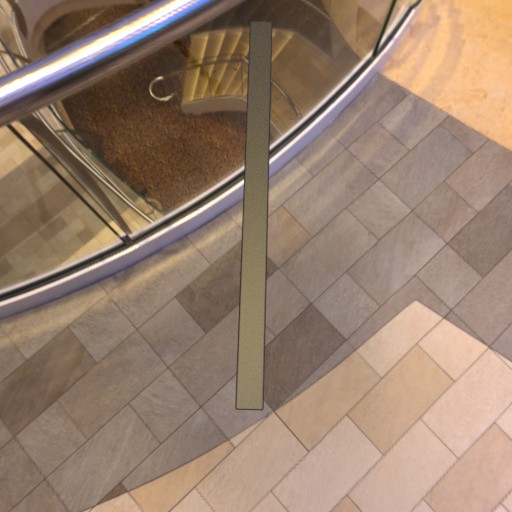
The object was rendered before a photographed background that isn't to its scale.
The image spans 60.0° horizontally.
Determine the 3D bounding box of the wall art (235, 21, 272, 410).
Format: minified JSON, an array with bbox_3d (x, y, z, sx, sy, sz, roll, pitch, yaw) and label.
[{"bbox_3d":[0.000,0.000,0.762,0.028,0.559,0.457,2,76,0],"label":"wall art"}]
